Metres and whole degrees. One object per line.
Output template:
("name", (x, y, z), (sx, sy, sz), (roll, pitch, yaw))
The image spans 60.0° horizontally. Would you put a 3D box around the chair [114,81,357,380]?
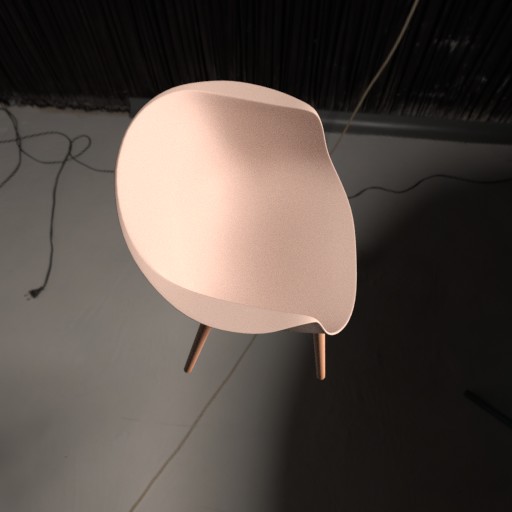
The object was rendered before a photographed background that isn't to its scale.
("chair", (0.000, 0.000, 1.148), (0.504, 0.781, 0.593), (4, 63, 2))
